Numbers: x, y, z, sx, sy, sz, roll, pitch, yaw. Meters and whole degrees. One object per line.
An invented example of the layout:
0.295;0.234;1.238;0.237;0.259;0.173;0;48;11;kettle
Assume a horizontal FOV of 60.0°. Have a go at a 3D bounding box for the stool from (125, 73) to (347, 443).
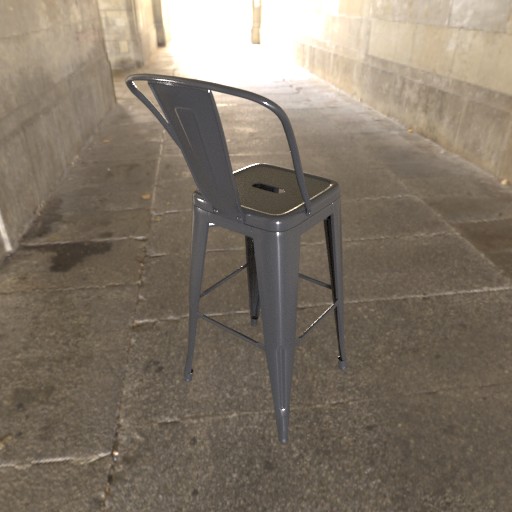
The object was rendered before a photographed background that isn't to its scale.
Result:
0.000;0.000;1.269;0.432;1.022;0.528;21;36;32;stool
